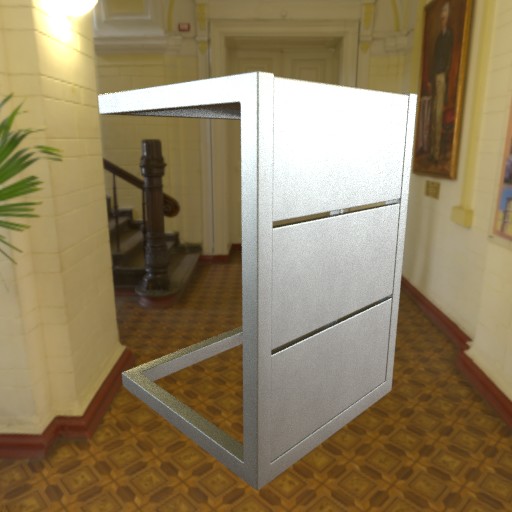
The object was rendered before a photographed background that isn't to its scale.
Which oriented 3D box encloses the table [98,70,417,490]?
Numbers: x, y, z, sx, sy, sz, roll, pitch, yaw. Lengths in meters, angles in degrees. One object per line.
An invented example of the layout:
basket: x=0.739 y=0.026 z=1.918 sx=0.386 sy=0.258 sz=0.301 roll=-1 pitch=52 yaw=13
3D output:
table: x=0.000 y=0.000 z=0.885 sx=0.405 sy=0.609 sz=0.420 roll=-14 pitch=20 yaw=-43
